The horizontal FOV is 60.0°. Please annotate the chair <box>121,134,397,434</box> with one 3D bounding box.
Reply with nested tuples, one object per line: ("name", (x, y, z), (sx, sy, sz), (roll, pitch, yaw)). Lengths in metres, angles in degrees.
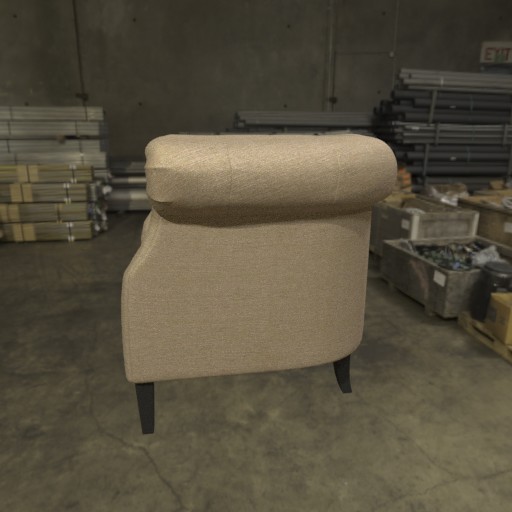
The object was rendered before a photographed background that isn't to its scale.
("chair", (0.000, 0.000, 1.559), (0.852, 0.827, 0.905), (-3, 16, -9))
